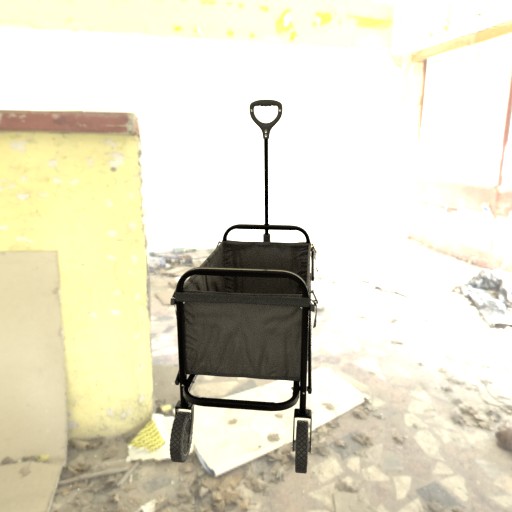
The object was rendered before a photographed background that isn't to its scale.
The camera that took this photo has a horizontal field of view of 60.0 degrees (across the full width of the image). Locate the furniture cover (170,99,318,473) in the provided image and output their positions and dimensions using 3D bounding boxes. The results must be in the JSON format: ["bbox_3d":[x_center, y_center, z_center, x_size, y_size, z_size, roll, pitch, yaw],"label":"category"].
[{"bbox_3d":[0.000,0.000,1.840,0.532,1.295,1.038,2,15,7],"label":"furniture cover"}]
